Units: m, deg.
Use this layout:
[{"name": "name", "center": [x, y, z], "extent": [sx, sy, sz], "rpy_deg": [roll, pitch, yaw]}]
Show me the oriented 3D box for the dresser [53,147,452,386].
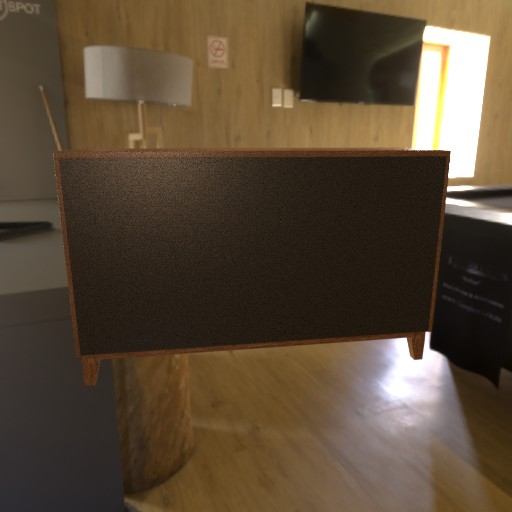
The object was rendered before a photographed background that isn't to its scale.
[{"name": "dresser", "center": [0.000, 0.000, 1.861], "extent": [1.400, 0.873, 0.446], "rpy_deg": [-2, 15, -9]}]
